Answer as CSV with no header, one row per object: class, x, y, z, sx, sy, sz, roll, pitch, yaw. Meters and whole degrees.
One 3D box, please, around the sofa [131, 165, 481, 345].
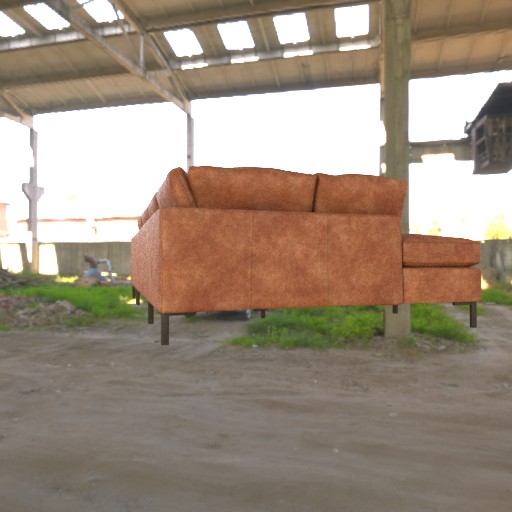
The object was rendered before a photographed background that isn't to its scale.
sofa,0.000,0.000,3.778,1.939,0.900,2.956,0,-1,-18
